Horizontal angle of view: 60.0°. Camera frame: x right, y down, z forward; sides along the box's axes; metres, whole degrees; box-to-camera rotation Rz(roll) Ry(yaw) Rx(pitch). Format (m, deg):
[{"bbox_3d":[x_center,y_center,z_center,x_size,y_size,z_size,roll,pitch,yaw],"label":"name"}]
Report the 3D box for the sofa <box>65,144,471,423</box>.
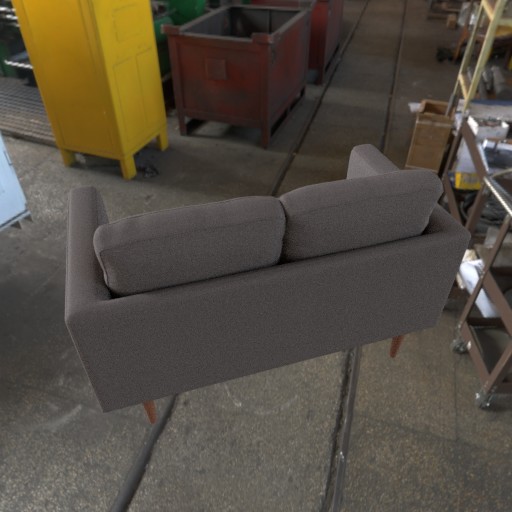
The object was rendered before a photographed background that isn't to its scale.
[{"bbox_3d":[0.000,0.000,1.896,1.430,0.908,0.796,-11,42,-13],"label":"sofa"}]
